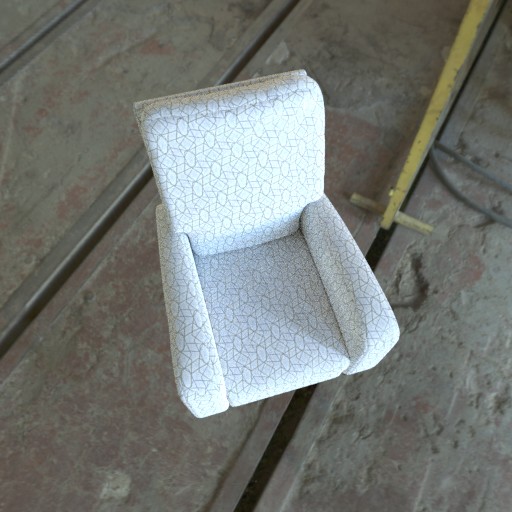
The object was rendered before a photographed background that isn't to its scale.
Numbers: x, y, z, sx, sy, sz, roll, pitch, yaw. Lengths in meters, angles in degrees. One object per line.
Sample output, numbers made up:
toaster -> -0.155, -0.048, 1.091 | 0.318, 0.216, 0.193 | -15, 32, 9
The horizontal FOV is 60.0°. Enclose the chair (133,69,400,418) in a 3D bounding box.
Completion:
chair -> 0.000, 0.000, 1.777 | 0.796, 1.064, 0.995 | -14, 64, -7
